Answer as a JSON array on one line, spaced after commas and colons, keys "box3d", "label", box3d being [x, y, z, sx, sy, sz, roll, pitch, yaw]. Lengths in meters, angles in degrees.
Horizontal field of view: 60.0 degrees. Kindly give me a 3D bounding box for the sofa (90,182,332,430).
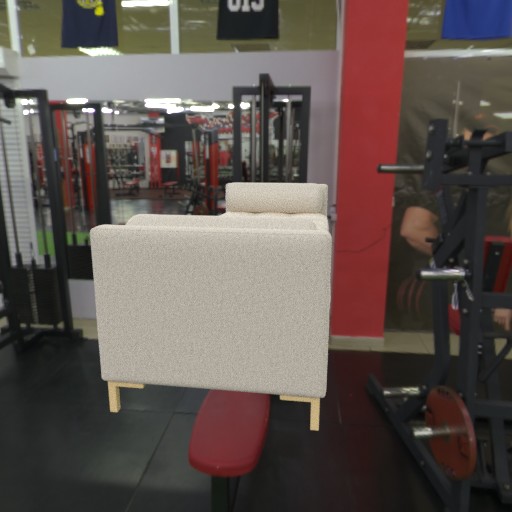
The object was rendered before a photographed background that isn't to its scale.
[{"box3d": [0.000, 0.000, 2.293, 0.746, 0.641, 1.985, 2, 13, 8], "label": "sofa"}]
